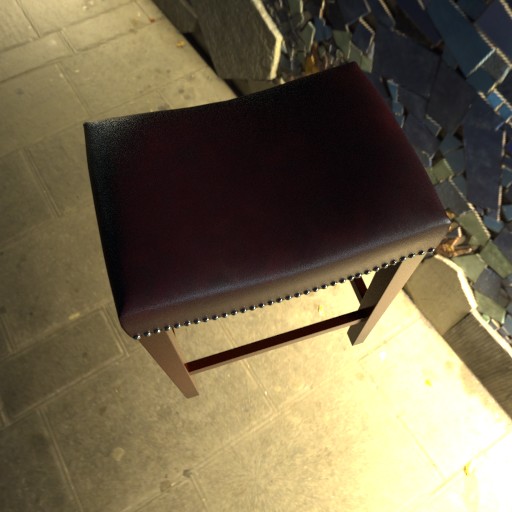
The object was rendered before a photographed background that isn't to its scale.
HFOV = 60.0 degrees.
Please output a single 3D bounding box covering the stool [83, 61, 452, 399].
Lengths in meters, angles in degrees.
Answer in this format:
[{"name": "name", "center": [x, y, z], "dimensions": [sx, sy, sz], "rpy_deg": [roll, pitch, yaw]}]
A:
[{"name": "stool", "center": [0.000, 0.000, 0.956], "dimensions": [0.504, 0.657, 0.372], "rpy_deg": [-16, 64, -8]}]
